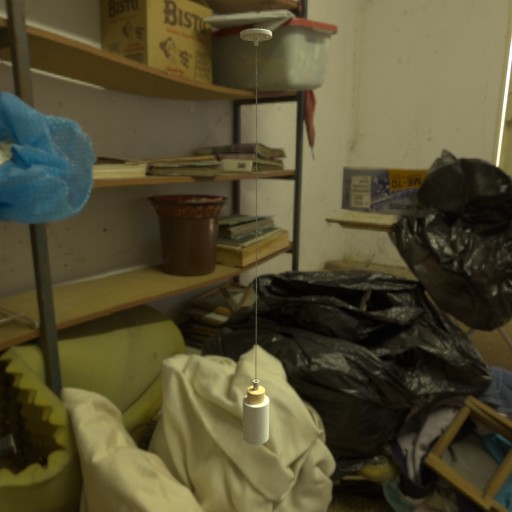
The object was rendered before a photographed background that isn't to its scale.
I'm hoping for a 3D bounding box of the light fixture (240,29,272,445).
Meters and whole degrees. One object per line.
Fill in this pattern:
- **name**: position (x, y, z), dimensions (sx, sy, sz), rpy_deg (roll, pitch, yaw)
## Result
- **light fixture**: position (0.000, 0.000, 1.944), dimensions (0.125, 1.798, 0.125), rpy_deg (3, 13, 11)
